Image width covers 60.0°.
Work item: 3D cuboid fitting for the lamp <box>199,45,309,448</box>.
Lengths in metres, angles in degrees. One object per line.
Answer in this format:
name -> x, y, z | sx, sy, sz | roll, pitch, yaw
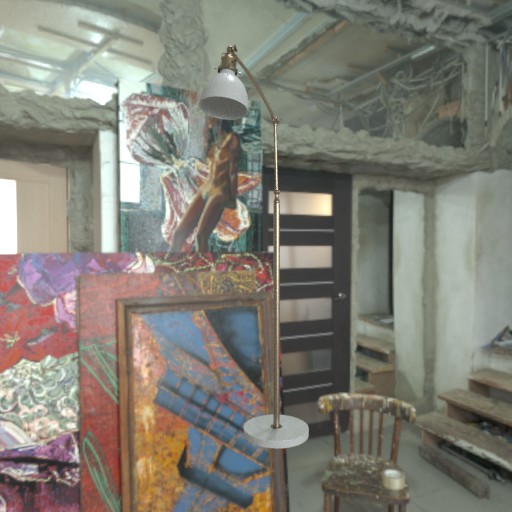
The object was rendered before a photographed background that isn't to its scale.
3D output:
lamp -> 0.000, 0.000, 1.824 | 0.288, 1.586, 0.599 | 1, 2, 35
